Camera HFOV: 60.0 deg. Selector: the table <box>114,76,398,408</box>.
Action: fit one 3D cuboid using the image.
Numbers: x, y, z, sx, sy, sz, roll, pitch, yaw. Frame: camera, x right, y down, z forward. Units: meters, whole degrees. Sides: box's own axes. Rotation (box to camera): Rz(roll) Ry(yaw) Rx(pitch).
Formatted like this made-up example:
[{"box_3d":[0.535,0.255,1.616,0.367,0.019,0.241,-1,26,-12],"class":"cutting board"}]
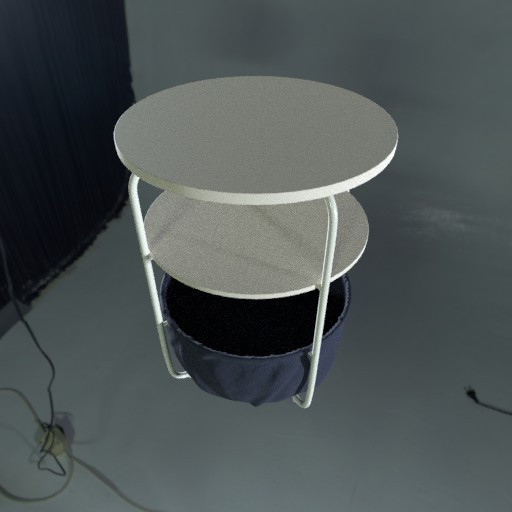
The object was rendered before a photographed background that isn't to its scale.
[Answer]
[{"box_3d":[0.000,0.000,0.841,0.418,0.532,0.418,10,41,12],"class":"table"}]
